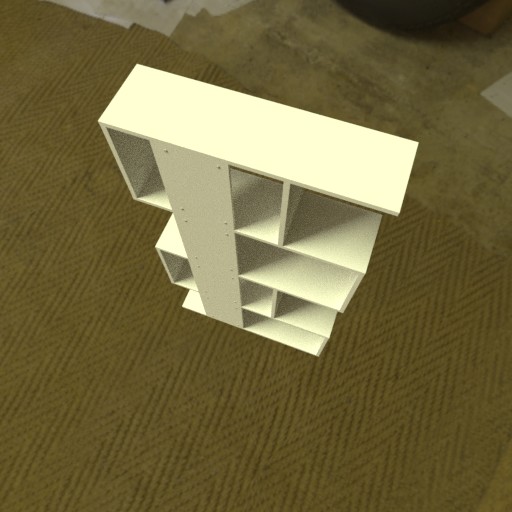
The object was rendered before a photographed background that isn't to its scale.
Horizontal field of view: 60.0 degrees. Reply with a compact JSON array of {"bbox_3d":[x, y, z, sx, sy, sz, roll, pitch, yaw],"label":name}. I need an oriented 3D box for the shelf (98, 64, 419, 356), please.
[{"bbox_3d":[0.000,0.000,2.015,0.890,1.650,0.250,19,66,9],"label":"shelf"}]
